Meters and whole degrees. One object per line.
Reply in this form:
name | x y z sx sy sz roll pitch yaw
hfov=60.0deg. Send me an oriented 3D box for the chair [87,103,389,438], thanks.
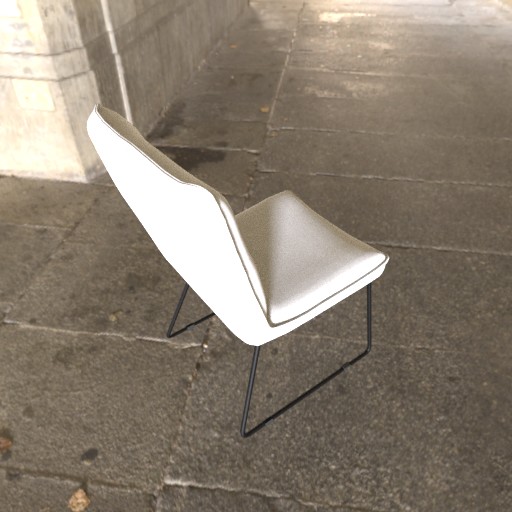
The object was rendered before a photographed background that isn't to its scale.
chair | 0.000 0.000 1.341 0.688 0.930 0.515 -26 46 -27
